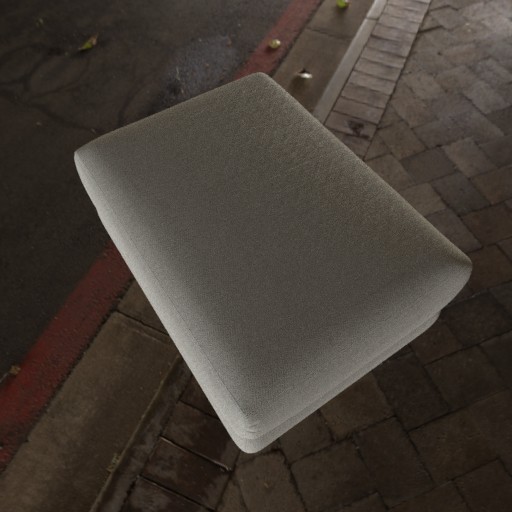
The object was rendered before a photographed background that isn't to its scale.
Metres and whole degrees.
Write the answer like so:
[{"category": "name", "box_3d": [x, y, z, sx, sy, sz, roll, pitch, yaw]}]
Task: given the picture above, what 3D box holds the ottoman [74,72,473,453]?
[{"category": "ottoman", "box_3d": [0.000, 0.000, 1.122, 0.569, 0.504, 0.773, -29, 62, -17]}]
